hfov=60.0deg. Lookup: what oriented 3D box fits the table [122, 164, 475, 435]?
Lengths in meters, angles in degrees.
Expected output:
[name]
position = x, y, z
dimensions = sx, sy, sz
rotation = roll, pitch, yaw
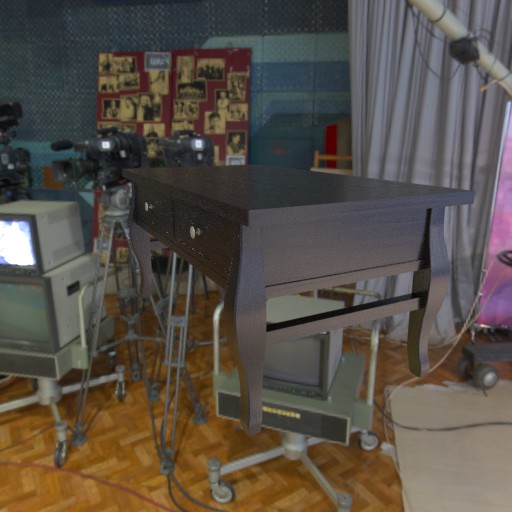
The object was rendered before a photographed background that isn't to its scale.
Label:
[table]
position = 0.000, 0.000, 1.407
dimensions = 0.600, 0.494, 1.062
rotation = -8, 17, -26
